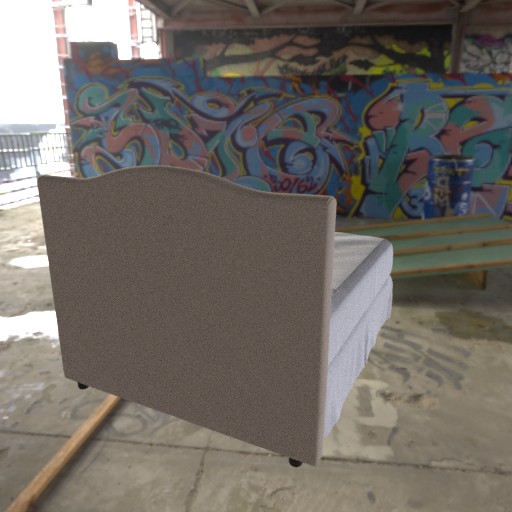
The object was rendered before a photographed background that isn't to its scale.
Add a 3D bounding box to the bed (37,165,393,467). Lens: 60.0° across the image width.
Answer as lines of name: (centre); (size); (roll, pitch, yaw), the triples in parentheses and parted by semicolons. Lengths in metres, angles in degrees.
bed: (0.000, 0.000, 3.232); (1.753, 1.460, 2.143); (8, 19, 26)
